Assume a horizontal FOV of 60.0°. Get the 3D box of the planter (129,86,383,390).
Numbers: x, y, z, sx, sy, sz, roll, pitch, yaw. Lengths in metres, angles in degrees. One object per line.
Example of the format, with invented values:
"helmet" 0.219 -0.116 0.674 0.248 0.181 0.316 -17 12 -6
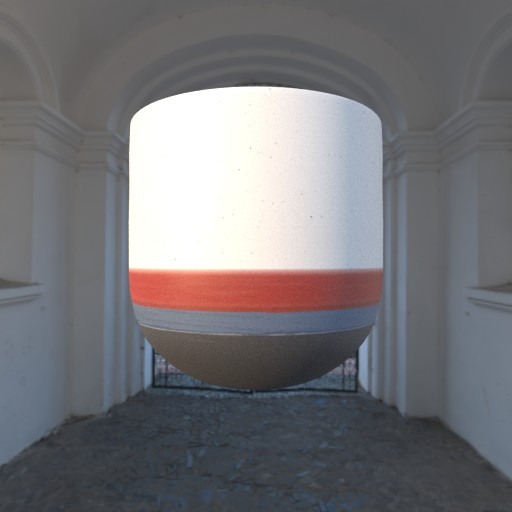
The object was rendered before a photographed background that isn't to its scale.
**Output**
"planter" 0.000 0.000 0.486 0.268 0.270 0.268 0 -1 0
